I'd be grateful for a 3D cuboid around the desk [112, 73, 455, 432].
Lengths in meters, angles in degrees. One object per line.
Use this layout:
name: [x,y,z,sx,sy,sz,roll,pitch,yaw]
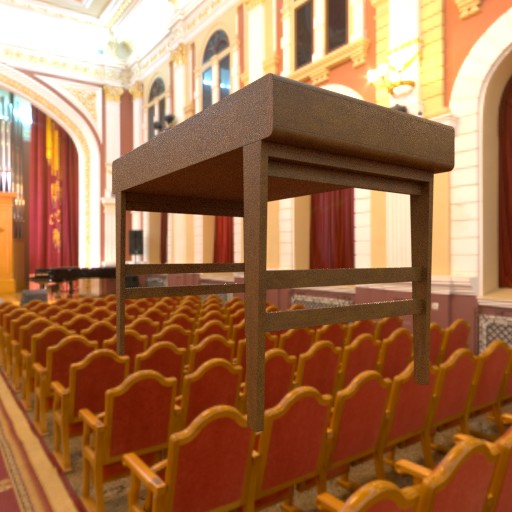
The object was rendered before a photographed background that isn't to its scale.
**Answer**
desk: [0.000,0.000,1.526,0.660,0.754,1.066,0,0,-35]
